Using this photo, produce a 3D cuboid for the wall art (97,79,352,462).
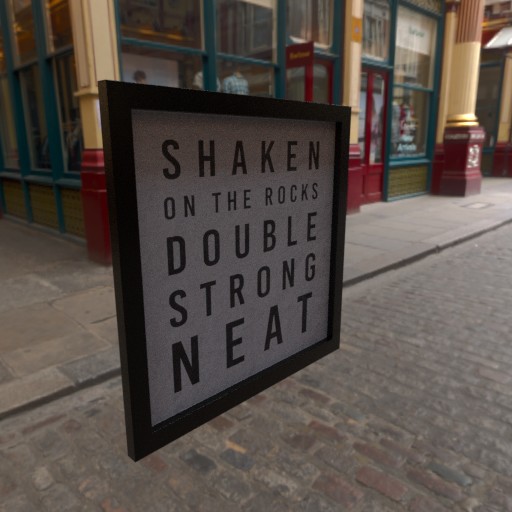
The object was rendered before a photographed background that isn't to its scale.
[{"bbox_3d":[0.000,0.000,0.514,0.014,0.349,0.349,13,19,43],"label":"wall art"}]
